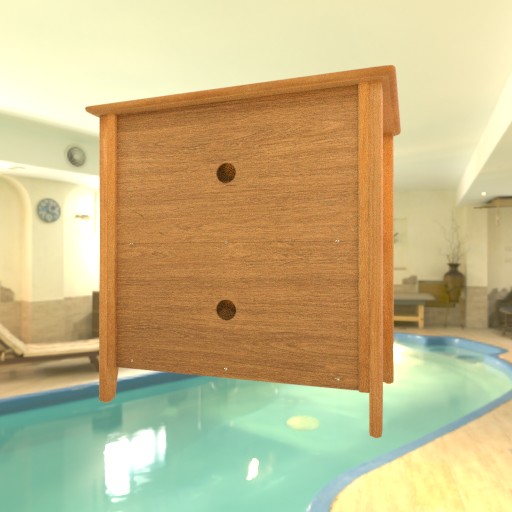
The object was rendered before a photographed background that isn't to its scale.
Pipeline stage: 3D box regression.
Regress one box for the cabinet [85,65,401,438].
[{"bbox_3d":[0.000,0.000,1.242,0.763,0.762,0.503,0,0,19],"label":"cabinet"}]
